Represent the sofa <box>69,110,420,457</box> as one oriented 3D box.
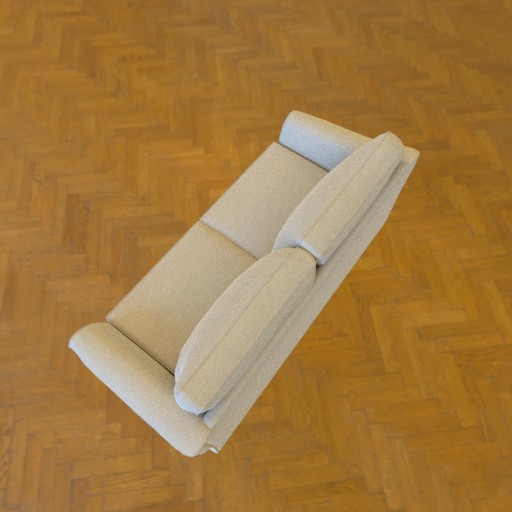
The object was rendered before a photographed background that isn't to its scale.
[{"bbox_3d":[0.000,0.000,2.798,0.980,0.965,2.270,34,67,16],"label":"sofa"}]
